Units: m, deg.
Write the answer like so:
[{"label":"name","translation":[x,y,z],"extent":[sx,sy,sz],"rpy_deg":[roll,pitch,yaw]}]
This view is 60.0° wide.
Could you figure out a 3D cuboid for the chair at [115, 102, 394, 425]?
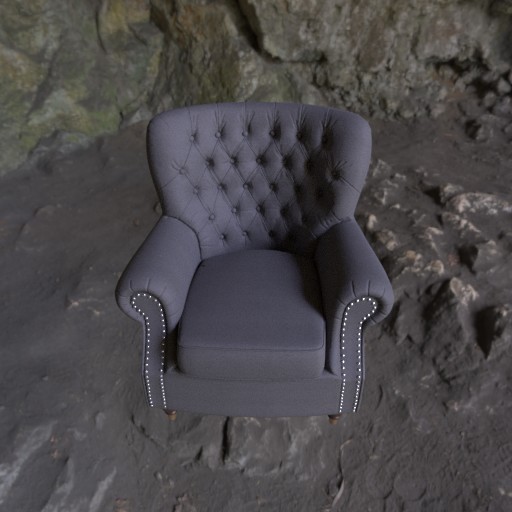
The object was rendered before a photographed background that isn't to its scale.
[{"label":"chair","translation":[0.000,0.000,1.815],"extent":[0.983,1.046,0.983],"rpy_deg":[1,30,2]}]
